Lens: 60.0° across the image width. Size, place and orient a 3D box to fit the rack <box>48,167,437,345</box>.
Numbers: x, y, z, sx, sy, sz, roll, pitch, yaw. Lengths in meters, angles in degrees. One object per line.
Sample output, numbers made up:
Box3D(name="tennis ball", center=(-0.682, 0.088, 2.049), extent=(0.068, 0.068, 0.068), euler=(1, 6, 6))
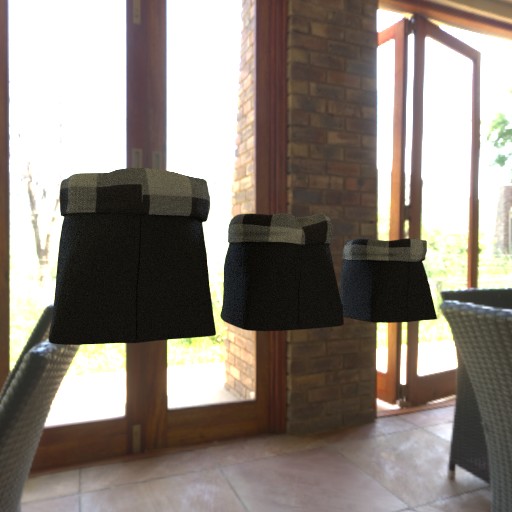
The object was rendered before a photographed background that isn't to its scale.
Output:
Box3D(name="rack", center=(0.000, 0.000, 1.065), extent=(0.889, 0.329, 0.370), euler=(0, 0, -19))
